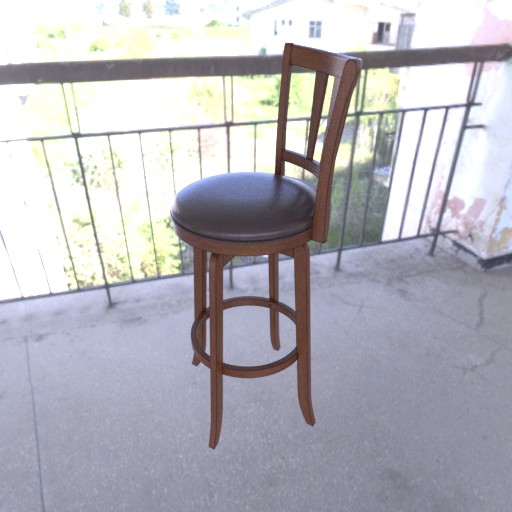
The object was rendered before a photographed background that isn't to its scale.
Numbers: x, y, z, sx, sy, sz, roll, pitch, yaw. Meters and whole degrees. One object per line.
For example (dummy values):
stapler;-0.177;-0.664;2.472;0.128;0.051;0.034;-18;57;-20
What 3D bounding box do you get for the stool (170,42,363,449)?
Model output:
stool;0.000;0.000;1.395;0.503;1.177;0.464;-8;31;-13
